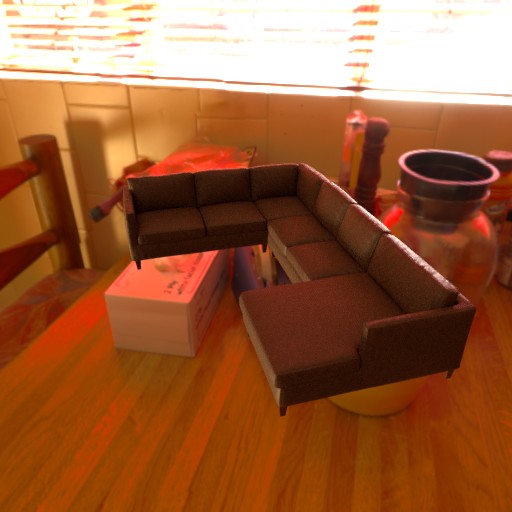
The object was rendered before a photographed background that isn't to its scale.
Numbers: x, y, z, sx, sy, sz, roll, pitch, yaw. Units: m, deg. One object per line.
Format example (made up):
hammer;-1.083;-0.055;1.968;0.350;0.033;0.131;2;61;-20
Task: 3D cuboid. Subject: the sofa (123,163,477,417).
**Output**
sofa;0.000;0.000;4.621;2.593;0.923;3.460;-8;31;-13
